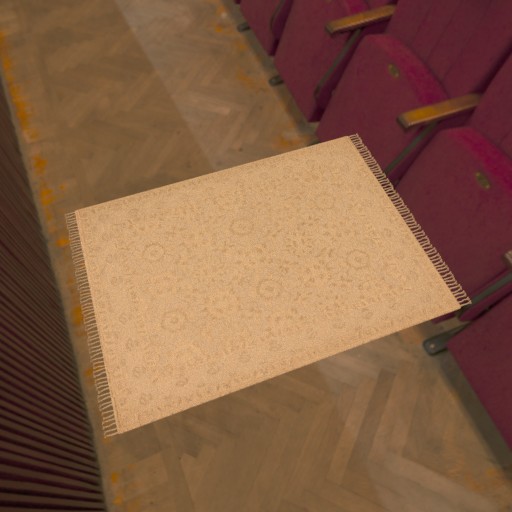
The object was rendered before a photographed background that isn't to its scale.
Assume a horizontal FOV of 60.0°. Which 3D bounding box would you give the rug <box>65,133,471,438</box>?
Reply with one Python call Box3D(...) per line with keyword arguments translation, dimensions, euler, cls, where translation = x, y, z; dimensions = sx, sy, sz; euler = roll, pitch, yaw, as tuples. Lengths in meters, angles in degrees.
Box3D(translation=(0.000, 0.000, 2.274), dimensions=(1.771, 0.015, 1.223), euler=(-17, 61, -10), cls="rug")
